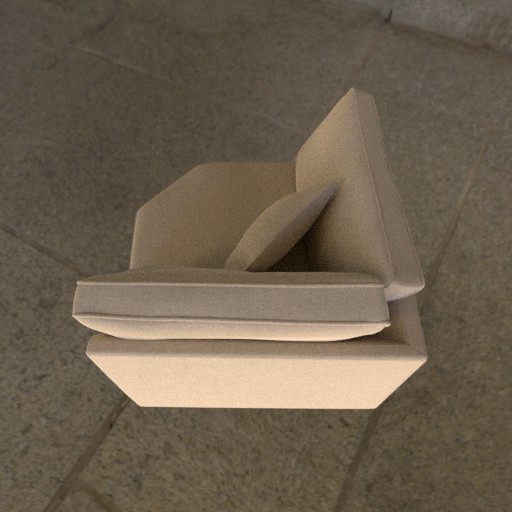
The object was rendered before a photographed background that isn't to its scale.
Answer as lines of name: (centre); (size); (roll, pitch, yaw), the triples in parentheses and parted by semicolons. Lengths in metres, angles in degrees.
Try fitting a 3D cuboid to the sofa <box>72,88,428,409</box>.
sofa: (0.000, 0.000, 1.827); (1.042, 0.937, 1.050); (0, 59, 0)
